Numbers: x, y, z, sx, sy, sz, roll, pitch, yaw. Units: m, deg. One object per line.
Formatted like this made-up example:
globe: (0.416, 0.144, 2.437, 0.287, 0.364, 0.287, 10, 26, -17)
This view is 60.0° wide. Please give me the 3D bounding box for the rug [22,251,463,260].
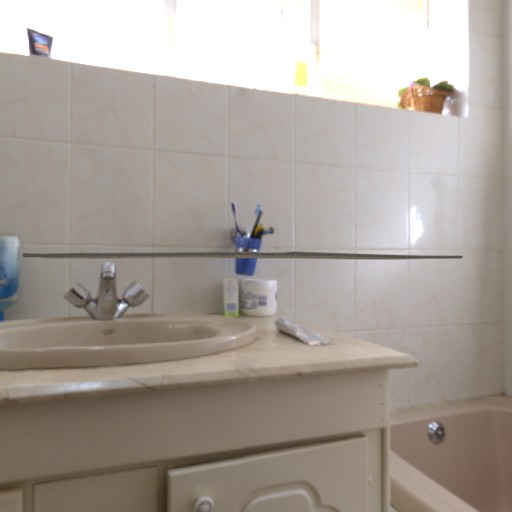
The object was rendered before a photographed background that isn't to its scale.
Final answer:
rug: (0.000, 0.000, 2.577, 2.341, 0.037, 0.675, 0, -1, -17)
